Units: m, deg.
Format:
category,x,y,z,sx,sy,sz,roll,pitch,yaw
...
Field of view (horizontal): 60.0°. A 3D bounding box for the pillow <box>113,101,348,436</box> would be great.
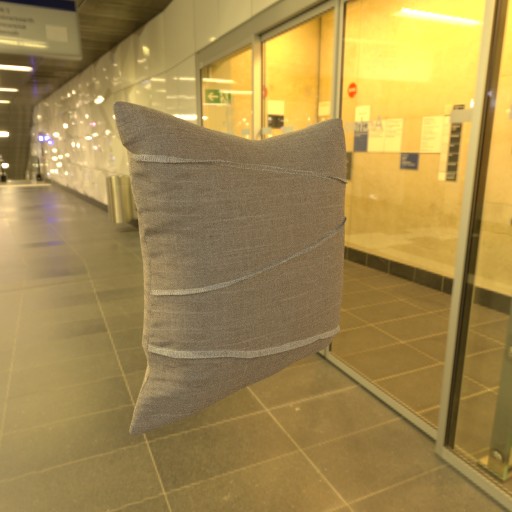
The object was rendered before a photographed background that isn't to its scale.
category,x,y,z,sx,sy,sz,roll,pitch,yaw
pillow,0.000,0.000,0.643,0.424,0.400,0.169,-13,19,-43
